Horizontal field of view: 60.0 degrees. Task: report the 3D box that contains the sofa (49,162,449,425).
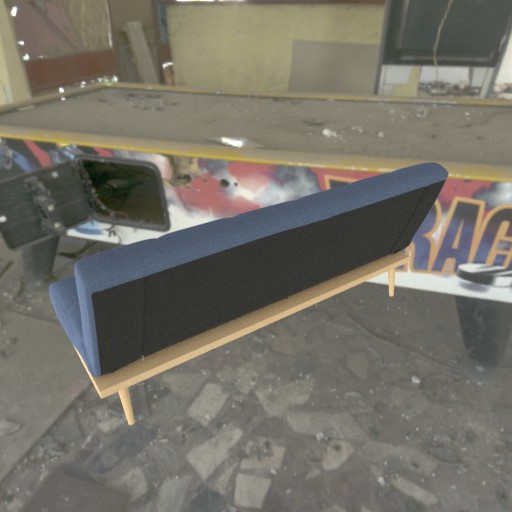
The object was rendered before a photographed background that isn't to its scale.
[{"bbox_3d":[0.000,0.000,2.172,1.800,0.800,0.796,-19,34,-30],"label":"sofa"}]
